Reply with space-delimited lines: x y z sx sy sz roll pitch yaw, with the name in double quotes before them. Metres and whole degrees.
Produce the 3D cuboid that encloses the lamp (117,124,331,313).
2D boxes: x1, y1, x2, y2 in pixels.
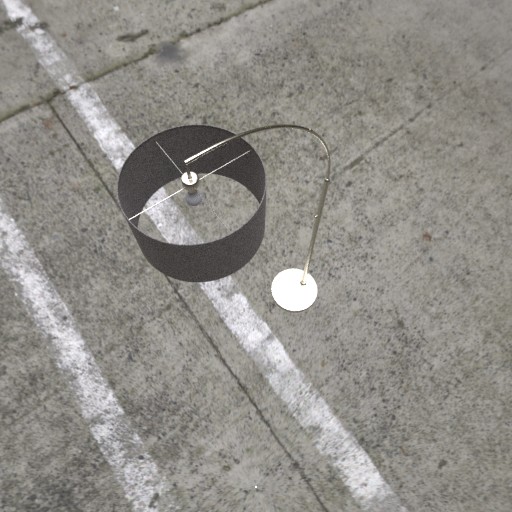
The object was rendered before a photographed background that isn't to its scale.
"lamp" 0.000 0.000 2.095 0.934 1.735 0.452 -33 67 -16
